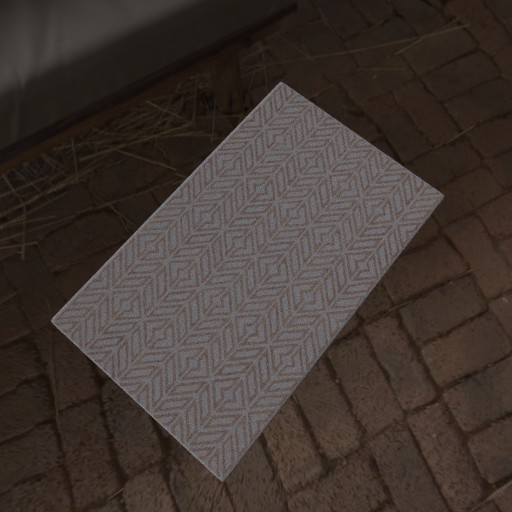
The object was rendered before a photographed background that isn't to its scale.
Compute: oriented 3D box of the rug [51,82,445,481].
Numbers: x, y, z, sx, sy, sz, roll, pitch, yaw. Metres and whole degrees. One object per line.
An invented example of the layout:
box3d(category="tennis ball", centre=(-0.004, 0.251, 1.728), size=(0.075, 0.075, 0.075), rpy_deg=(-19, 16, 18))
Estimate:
box3d(category="rug", centre=(0.000, 0.000, 3.067), size=(1.523, 0.008, 2.438), rpy_deg=(39, 77, 10))
